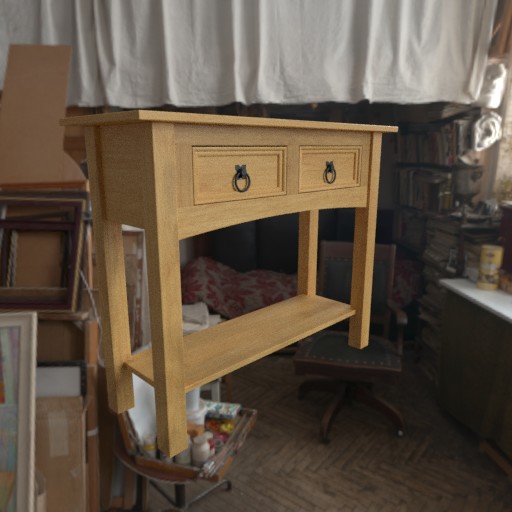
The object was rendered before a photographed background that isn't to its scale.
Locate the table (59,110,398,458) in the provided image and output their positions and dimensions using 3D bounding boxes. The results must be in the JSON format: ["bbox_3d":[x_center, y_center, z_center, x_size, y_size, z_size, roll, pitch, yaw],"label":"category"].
[{"bbox_3d":[0.000,0.000,1.264,0.900,0.728,0.340,-13,19,-43],"label":"table"}]
